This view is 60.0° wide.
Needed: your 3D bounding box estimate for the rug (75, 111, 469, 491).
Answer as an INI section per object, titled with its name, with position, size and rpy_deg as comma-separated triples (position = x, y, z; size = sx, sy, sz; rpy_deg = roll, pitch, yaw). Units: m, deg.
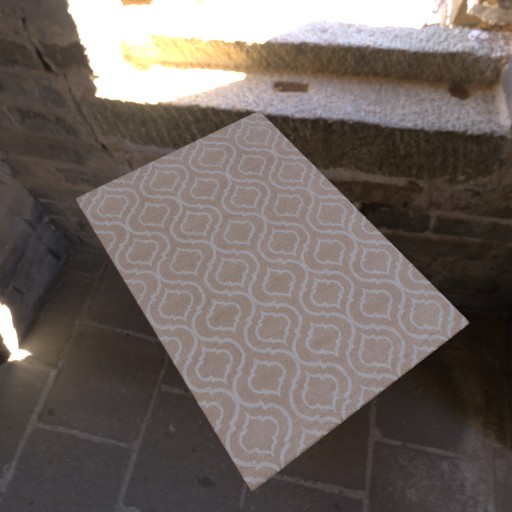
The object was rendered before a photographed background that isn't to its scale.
[rug]
position = 0.000, 0.000, 2.781
size = 1.524, 0.010, 2.134
rpy_deg = -31, 64, -17
